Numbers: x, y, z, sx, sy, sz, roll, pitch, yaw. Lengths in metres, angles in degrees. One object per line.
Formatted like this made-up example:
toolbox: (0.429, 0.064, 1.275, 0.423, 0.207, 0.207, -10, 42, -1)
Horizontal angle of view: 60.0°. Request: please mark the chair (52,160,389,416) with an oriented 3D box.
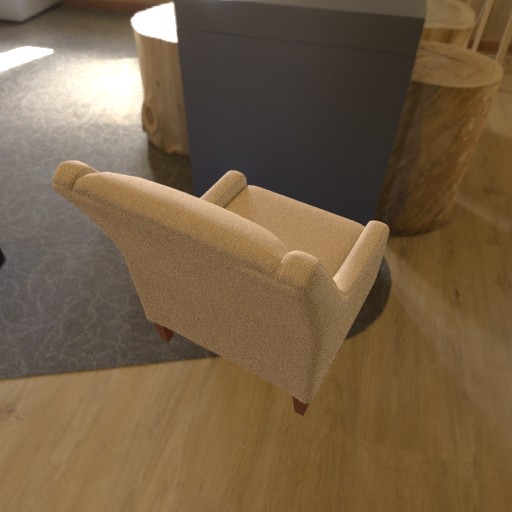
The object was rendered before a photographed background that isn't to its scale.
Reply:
chair: (0.000, 0.000, 1.623, 0.774, 1.014, 0.870, 23, 51, 20)
